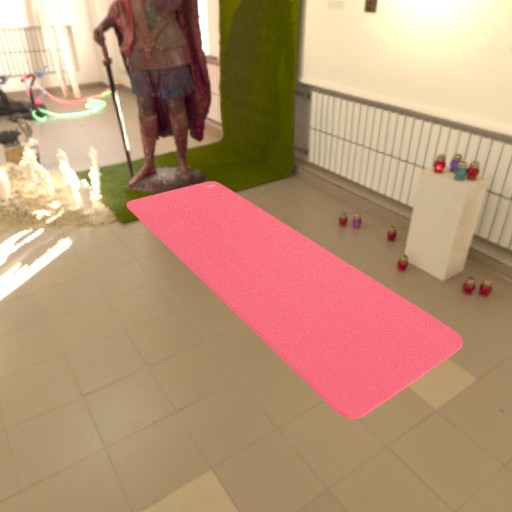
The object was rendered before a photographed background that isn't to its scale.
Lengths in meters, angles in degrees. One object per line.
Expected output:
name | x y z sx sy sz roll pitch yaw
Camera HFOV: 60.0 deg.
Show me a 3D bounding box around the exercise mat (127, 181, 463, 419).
exercise mat | 0.000 0.000 2.136 0.616 0.021 1.884 -20 37 -29
